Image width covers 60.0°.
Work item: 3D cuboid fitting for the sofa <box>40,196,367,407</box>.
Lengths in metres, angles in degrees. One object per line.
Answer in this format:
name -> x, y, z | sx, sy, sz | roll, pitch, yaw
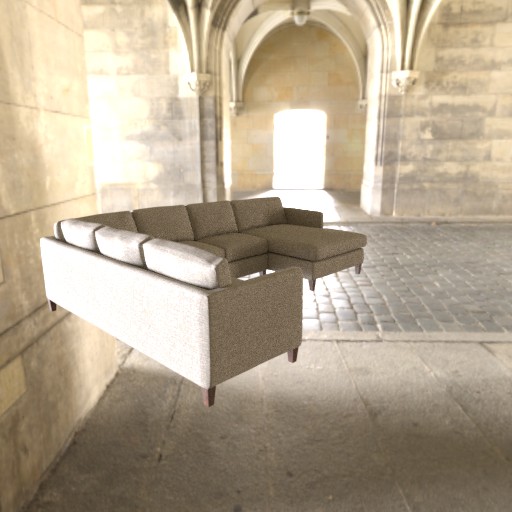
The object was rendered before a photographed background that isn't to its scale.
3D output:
sofa -> 0.000, 0.000, 4.686 | 2.593, 0.959, 3.460 | 13, 18, 43
